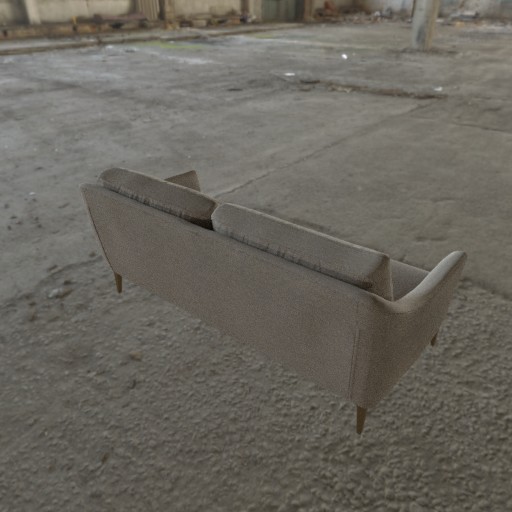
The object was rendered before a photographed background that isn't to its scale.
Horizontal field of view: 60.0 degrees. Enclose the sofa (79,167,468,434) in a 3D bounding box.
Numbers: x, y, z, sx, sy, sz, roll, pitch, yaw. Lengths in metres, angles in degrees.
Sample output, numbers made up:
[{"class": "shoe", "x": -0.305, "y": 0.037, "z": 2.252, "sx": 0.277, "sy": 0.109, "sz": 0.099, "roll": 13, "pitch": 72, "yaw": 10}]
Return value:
[{"class": "sofa", "x": 0.000, "y": 0.000, "z": 2.562, "sx": 2.036, "sy": 0.913, "sz": 0.980, "roll": 22, "pitch": 37, "yaw": 32}]
